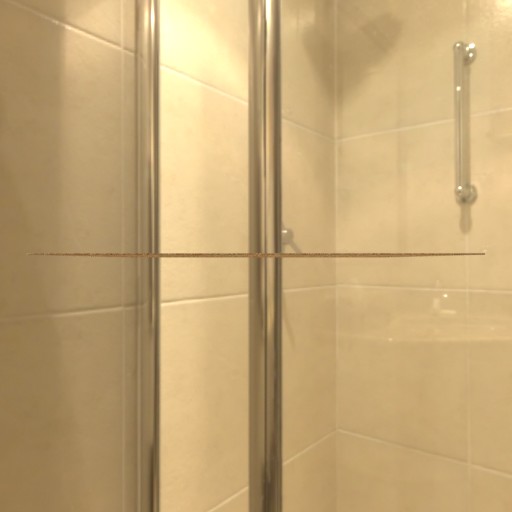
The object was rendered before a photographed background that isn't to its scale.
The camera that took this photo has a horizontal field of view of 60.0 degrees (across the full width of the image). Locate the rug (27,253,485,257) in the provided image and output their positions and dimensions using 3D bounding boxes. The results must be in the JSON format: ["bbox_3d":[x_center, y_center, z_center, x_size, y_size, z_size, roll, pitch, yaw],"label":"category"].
[{"bbox_3d":[0.000,0.000,3.957,2.939,0.009,2.313,0,-1,1],"label":"rug"}]
